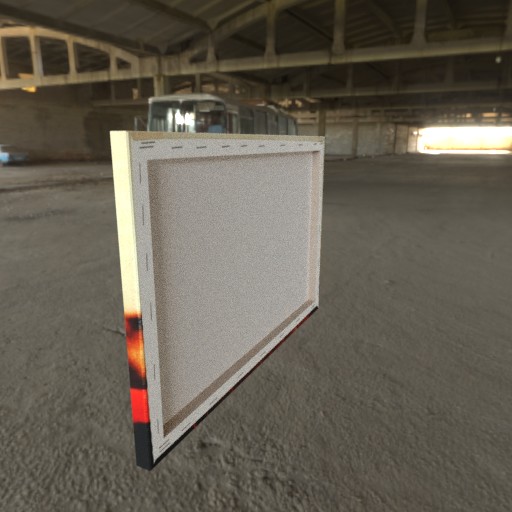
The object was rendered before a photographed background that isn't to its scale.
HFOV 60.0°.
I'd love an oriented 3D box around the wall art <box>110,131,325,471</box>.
[{"bbox_3d":[0.000,0.000,1.140,0.038,0.602,0.918,7,16,26],"label":"wall art"}]
